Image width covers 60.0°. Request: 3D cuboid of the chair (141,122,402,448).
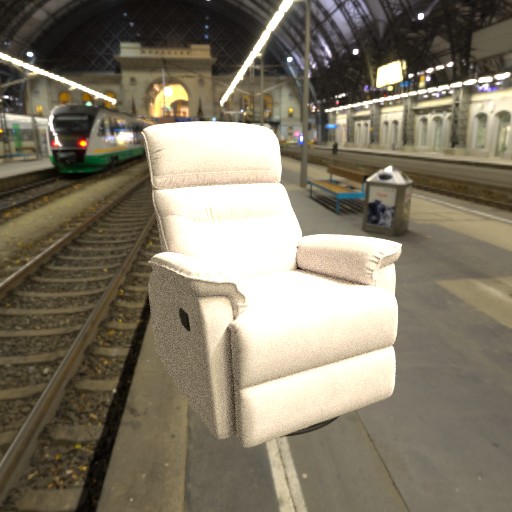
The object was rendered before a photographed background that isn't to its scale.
[{"bbox_3d":[0.000,0.000,1.751,0.820,1.039,1.001,-8,17,-27],"label":"chair"}]
